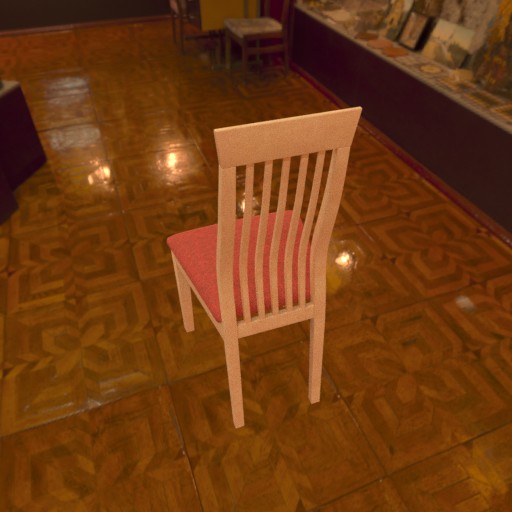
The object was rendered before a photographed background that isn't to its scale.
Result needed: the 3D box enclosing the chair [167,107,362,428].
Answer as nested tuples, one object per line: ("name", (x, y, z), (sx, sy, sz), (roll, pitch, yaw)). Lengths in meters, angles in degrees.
("chair", (0.000, 0.000, 1.294), (0.460, 1.027, 0.474), (-13, 44, -14))
